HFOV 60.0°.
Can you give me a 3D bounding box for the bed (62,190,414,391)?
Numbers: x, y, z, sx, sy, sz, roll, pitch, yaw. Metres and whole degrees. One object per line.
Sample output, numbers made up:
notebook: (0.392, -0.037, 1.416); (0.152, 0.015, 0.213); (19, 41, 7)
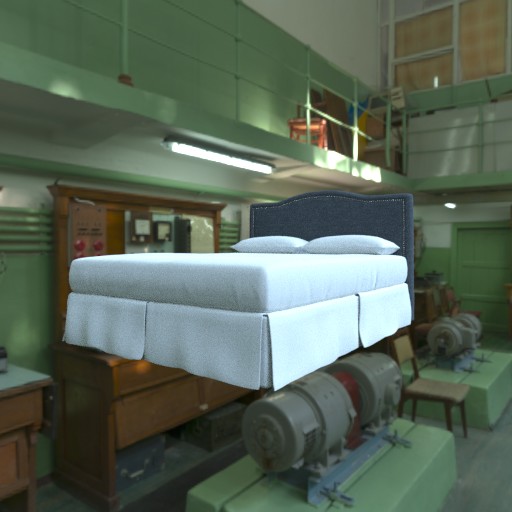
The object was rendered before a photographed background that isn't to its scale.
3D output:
bed: (0.000, 0.000, 4.117); (2.161, 1.457, 2.689); (1, 2, 36)
